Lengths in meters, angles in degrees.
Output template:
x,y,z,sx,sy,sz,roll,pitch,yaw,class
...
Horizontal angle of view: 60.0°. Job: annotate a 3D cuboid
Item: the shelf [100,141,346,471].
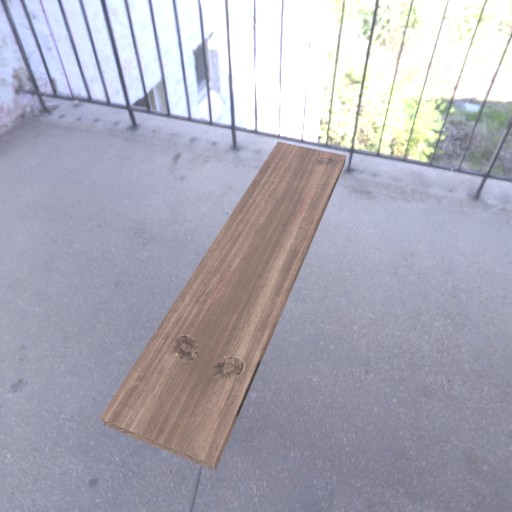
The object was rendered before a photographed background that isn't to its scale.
x,y,z,sx,sy,sz,roll,pitch,yaw,class
0.000,0.000,0.681,0.140,0.020,0.610,15,48,14,shelf
